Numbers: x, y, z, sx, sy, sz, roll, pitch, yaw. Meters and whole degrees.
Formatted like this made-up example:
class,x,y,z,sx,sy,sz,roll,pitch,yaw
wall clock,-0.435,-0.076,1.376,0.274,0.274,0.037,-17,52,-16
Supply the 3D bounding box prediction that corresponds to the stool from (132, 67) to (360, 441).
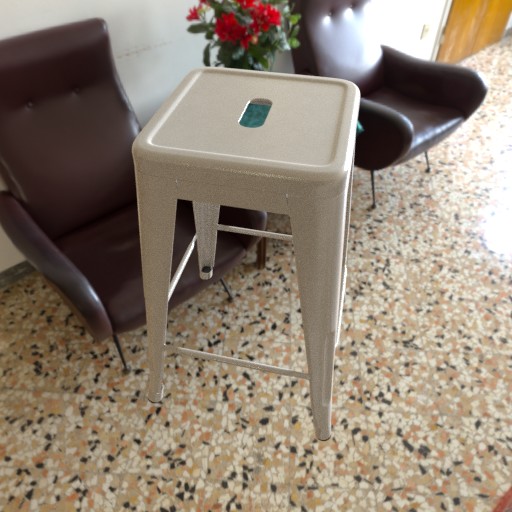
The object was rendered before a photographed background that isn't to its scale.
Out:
class,x,y,z,sx,sy,sz,roll,pitch,yaw
stool,0.000,0.000,0.870,0.406,0.610,0.406,9,46,9
